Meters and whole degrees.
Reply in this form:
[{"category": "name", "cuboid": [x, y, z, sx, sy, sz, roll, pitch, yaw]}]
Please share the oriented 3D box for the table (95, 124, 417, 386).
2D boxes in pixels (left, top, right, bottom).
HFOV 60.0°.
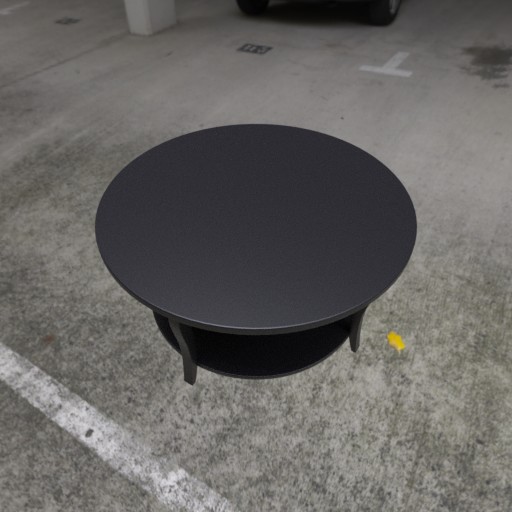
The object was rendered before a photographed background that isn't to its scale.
[{"category": "table", "cuboid": [0.000, 0.000, 1.457, 0.914, 0.457, 0.914, 0, 45, 0]}]
